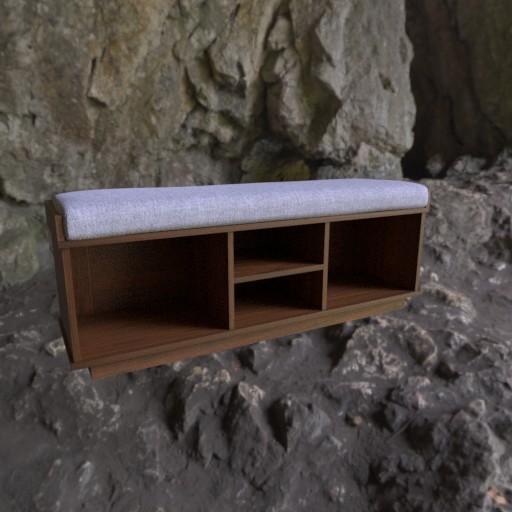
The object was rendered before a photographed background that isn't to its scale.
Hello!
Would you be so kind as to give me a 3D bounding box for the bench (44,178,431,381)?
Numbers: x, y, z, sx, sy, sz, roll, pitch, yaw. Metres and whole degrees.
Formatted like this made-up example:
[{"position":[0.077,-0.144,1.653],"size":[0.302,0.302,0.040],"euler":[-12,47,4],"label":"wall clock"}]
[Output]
[{"position":[0.000,0.000,1.450],"size":[1.196,0.468,0.367],"euler":[-7,16,-27],"label":"bench"}]
